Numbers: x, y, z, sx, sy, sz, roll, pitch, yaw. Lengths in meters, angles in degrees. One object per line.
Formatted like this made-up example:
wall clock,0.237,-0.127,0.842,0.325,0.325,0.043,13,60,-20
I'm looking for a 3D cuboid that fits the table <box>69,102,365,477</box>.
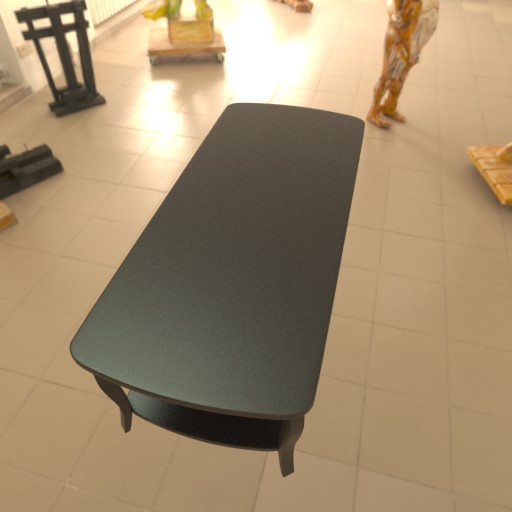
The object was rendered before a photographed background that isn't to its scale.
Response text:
table,0.000,0.000,1.532,0.571,0.457,1.333,11,46,10
